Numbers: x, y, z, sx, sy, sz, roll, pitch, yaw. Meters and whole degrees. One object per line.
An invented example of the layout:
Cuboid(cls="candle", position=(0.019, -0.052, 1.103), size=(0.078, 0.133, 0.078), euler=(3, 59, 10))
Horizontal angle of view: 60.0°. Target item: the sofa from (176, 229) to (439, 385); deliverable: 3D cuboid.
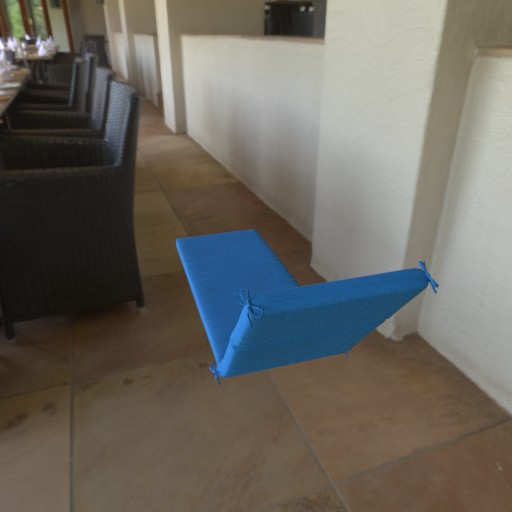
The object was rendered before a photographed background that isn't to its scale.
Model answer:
Cuboid(cls="sofa", position=(0.000, 0.000, 1.960), size=(0.582, 0.622, 1.663), euler=(-8, 28, -15))
